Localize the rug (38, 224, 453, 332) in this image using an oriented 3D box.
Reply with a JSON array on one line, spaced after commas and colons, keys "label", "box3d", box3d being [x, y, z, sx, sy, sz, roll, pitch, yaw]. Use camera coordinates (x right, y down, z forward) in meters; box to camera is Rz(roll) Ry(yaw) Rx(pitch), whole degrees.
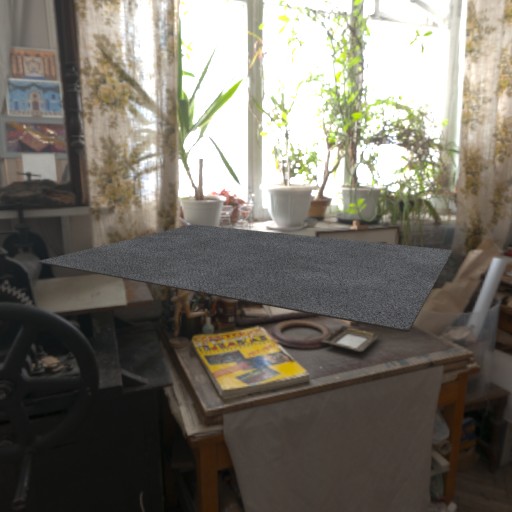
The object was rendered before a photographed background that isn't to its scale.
[{"label": "rug", "box3d": [0.000, 0.000, 2.917, 2.235, 0.008, 1.600, 7, 15, 28]}]
